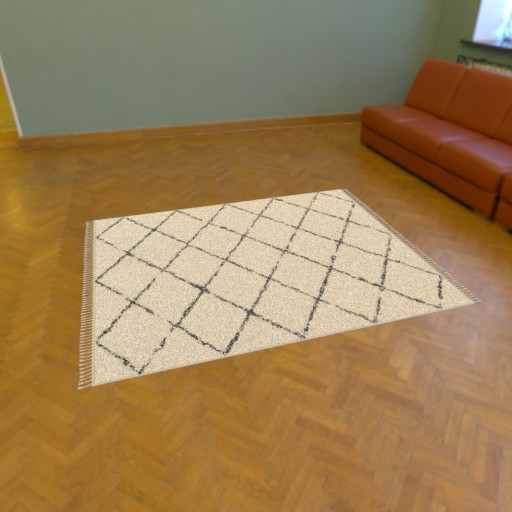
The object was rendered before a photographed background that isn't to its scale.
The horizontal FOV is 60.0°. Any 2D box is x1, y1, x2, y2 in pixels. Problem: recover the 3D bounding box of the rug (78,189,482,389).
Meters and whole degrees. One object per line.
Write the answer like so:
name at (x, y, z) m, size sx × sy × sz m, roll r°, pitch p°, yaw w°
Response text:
rug at (0.000, 0.000, 4.108) m, size 3.051 × 0.013 × 2.380 m, roll -9°, pitch 33°, yaw -14°
